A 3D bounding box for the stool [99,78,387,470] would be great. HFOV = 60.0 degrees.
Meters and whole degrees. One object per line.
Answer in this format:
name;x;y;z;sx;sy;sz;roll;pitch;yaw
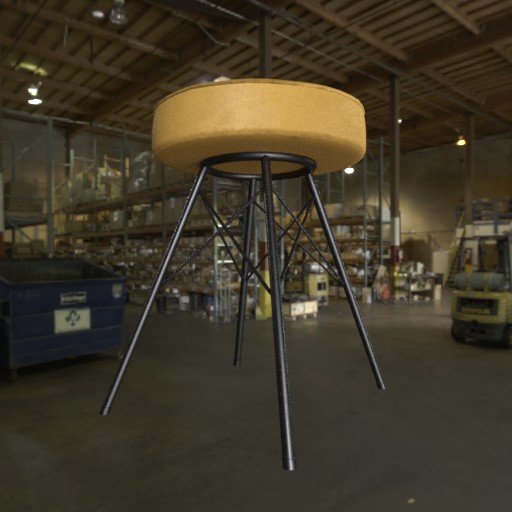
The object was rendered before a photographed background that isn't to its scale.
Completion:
stool;0.000;0.000;0.914;0.438;0.595;0.472;0;0;35
